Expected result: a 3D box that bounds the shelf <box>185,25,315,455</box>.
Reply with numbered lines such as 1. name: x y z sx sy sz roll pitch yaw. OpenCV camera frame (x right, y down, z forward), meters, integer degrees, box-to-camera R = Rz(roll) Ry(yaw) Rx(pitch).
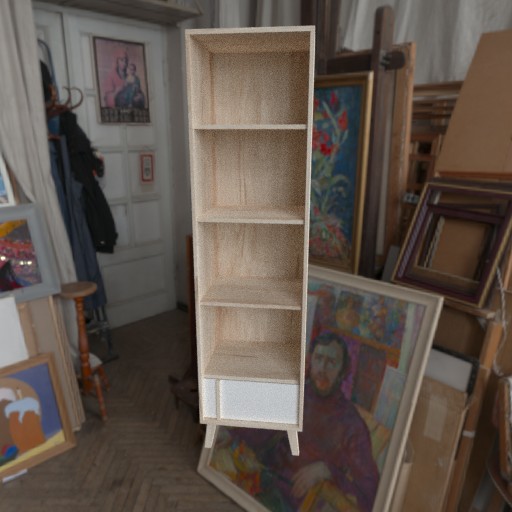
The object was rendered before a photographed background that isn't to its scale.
1. shelf: 0.000 0.000 2.194 0.510 1.960 0.450 2 15 7
